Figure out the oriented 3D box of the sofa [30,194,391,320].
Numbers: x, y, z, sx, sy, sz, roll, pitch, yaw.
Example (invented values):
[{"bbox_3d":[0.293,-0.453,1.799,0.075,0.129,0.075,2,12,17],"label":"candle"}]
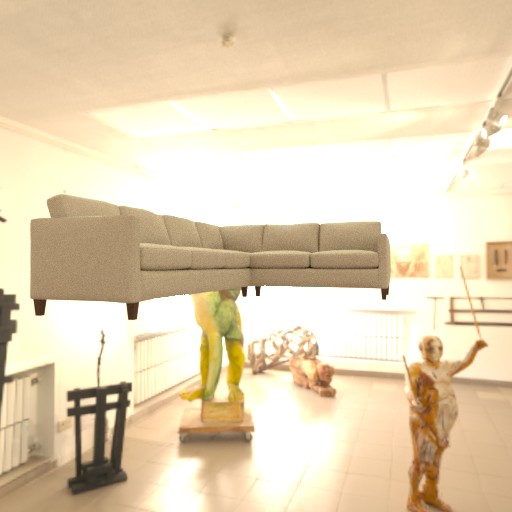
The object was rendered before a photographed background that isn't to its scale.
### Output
[{"bbox_3d":[0.000,0.000,4.449,2.522,0.934,3.333,0,-1,18],"label":"sofa"}]
